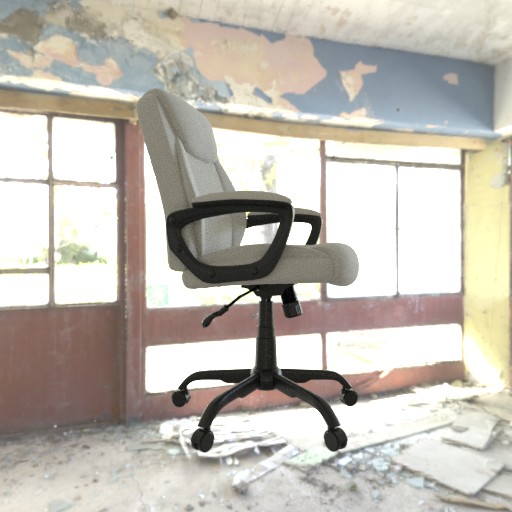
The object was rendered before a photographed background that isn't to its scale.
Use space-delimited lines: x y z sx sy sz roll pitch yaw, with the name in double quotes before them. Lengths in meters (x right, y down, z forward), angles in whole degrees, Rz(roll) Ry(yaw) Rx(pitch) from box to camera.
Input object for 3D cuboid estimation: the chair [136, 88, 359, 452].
"chair" 0.000 0.000 1.481 0.669 1.065 0.663 0 1 17
